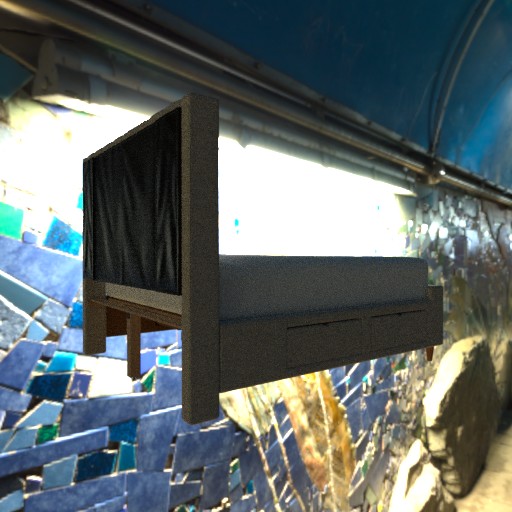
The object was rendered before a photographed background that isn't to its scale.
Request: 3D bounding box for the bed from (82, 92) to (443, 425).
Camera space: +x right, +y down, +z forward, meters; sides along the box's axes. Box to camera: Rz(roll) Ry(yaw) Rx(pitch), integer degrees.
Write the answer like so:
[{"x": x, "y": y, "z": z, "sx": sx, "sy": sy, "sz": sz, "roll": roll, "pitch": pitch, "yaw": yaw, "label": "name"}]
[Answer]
[{"x": 0.000, "y": 0.000, "z": 3.801, "sx": 2.372, "sy": 1.748, "sz": 2.044, "roll": 0, "pitch": 1, "yaw": -36, "label": "bed"}]
